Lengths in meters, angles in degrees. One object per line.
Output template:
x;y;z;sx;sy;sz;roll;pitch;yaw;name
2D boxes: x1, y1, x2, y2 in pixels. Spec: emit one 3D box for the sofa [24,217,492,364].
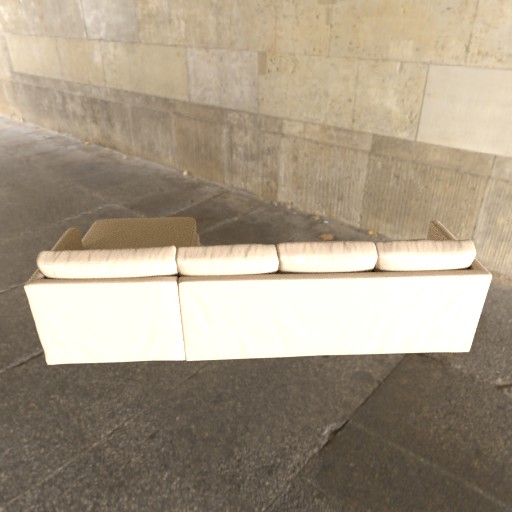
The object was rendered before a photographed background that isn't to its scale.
0.000;0.000;3.799;3.206;0.871;1.622;-1;29;-2;sofa
